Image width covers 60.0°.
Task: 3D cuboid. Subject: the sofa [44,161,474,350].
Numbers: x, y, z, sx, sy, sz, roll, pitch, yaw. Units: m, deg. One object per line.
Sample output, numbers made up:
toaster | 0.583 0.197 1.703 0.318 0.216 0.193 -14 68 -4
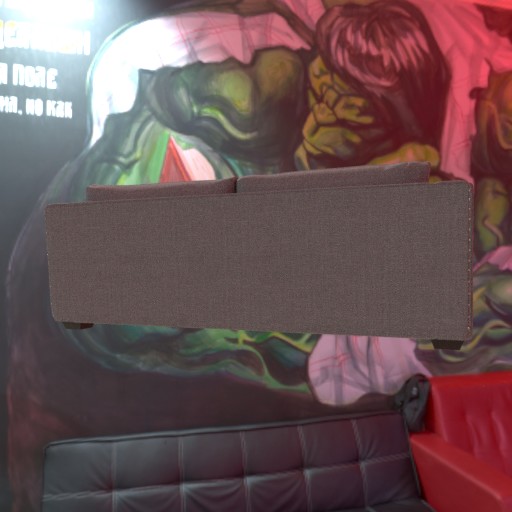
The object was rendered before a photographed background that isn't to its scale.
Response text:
sofa | 0.000 0.000 2.621 2.208 0.857 1.000 -1 -2 19
